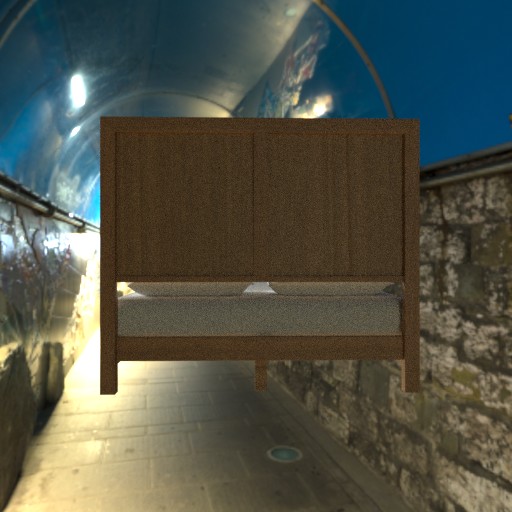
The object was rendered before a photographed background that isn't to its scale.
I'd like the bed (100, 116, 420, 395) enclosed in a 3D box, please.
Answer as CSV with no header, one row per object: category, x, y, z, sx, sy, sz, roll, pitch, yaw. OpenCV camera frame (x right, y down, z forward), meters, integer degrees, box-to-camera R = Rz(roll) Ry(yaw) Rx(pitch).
bed,0.000,0.000,3.317,1.606,1.387,2.184,0,0,-1
